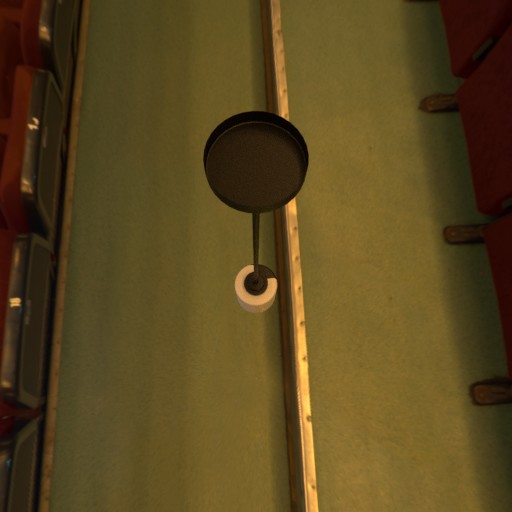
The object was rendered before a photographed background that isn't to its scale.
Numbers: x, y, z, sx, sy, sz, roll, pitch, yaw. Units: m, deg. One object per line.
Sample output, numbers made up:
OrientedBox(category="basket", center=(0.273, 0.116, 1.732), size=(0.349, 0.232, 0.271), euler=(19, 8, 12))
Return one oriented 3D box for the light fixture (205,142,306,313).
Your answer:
OrientedBox(category="light fixture", center=(0.000, 0.000, 0.932), size=(0.123, 0.863, 0.123), euler=(-3, 75, -1))
